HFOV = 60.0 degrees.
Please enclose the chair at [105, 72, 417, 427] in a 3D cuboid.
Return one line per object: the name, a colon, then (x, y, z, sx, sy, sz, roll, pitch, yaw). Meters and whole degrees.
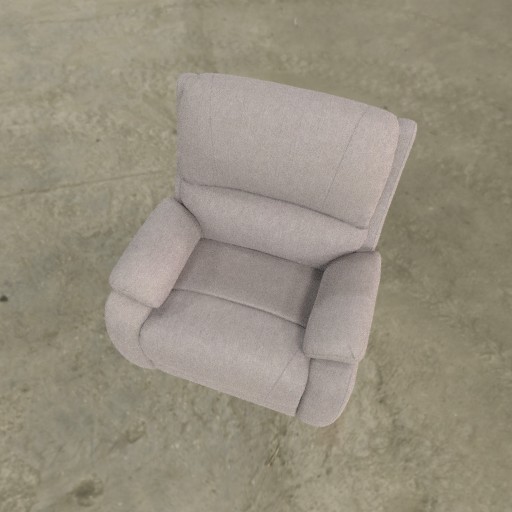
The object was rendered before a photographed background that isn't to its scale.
chair: (0.000, 0.000, 1.681, 0.930, 1.011, 0.899, 16, 59, 10)
